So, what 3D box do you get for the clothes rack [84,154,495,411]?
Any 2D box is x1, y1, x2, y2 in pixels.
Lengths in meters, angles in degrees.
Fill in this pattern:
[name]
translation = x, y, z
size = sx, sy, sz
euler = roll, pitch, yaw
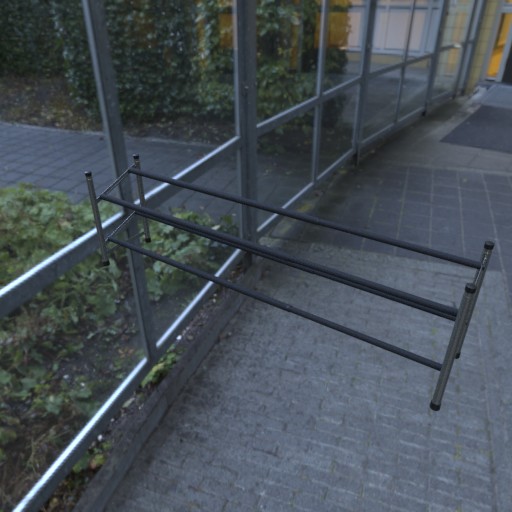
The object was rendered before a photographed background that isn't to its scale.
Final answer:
[clothes rack]
translation = 0.000, 0.000, 1.298
size = 1.168, 0.349, 0.229
euler = 19, 36, 28
